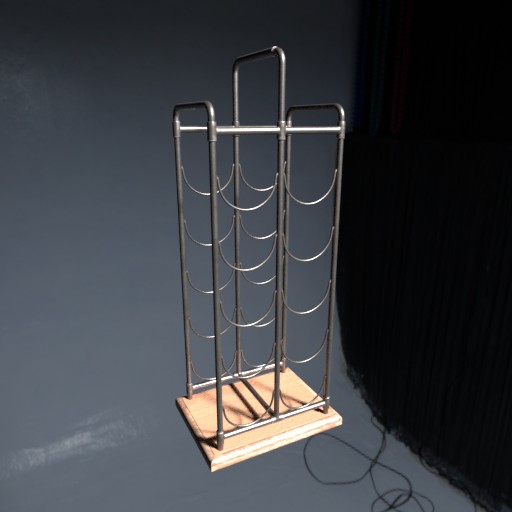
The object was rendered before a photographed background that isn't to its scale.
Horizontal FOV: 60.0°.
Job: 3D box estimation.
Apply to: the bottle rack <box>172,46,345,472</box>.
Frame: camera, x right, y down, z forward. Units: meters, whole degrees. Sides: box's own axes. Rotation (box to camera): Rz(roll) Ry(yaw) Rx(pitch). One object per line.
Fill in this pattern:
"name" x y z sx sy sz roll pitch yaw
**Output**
"bottle rack" 0.000 0.000 0.806 0.276 0.680 0.208 -8 19 -26
